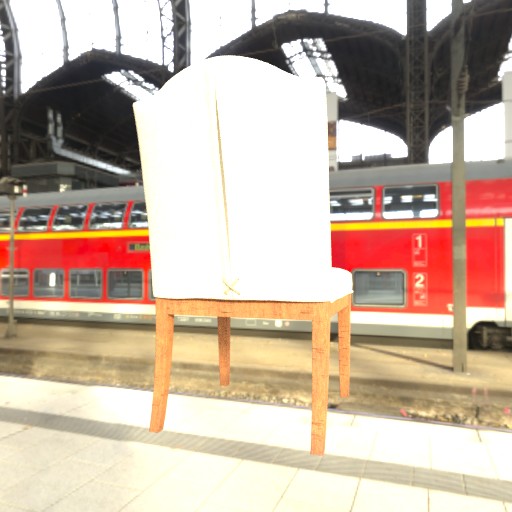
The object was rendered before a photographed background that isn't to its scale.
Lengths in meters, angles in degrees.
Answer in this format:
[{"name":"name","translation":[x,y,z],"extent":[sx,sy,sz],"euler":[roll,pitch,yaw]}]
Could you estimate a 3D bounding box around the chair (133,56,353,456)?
[{"name":"chair","translation":[0.000,0.000,1.406],"extent":[0.534,1.012,0.648],"euler":[0,-1,19]}]
